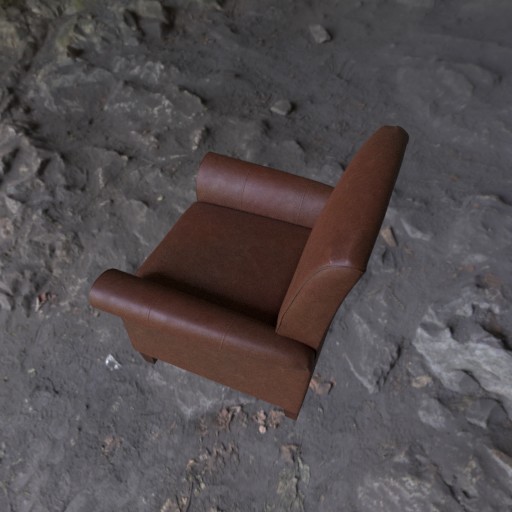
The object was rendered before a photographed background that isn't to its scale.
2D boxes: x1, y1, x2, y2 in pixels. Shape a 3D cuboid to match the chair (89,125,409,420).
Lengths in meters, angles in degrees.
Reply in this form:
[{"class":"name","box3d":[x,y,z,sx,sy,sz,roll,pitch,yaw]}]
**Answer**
[{"class":"chair","box3d":[0.000,0.000,1.801,0.902,1.061,0.978,17,48,15]}]
